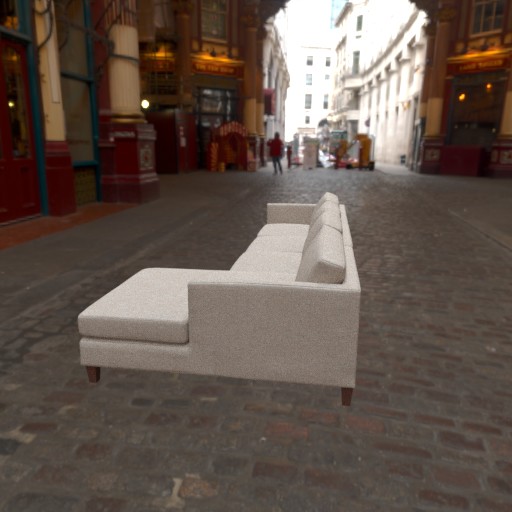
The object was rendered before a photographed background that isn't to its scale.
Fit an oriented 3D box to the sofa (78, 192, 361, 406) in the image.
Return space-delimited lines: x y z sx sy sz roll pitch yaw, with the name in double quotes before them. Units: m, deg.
"sofa" 0.000 0.000 3.951 1.625 0.846 3.186 2 15 9
